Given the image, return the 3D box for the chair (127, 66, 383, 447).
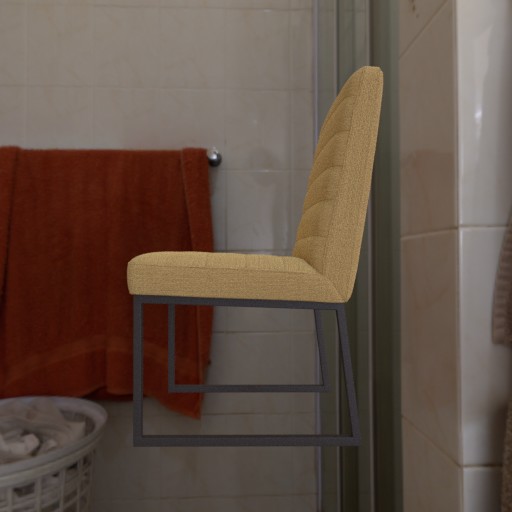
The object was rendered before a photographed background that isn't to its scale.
[{"bbox_3d":[0.000,0.000,1.311,0.634,0.930,0.520,0,-1,0],"label":"chair"}]
